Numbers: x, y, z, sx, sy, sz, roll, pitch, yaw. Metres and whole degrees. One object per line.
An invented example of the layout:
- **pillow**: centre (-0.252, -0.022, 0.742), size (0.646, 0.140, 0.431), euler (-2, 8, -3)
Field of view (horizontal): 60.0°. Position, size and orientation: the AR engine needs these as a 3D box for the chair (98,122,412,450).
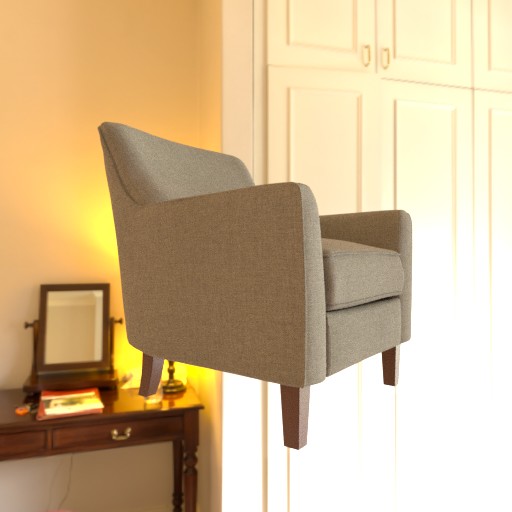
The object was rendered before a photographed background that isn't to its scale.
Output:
- **chair**: centre (0.000, 0.000, 1.758), size (0.993, 1.047, 0.887), euler (0, 0, 37)
